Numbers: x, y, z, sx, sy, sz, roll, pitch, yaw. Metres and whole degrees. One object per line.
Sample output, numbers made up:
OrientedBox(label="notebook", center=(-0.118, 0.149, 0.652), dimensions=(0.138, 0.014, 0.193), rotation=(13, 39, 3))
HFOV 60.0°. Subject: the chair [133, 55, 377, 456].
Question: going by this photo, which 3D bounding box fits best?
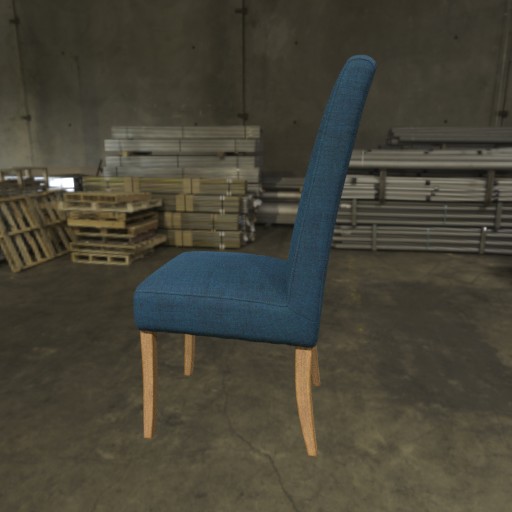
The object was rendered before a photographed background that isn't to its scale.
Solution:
OrientedBox(label="chair", center=(0.000, 0.000, 1.331), dimensions=(0.610, 1.029, 0.450), rotation=(2, 14, 9))
